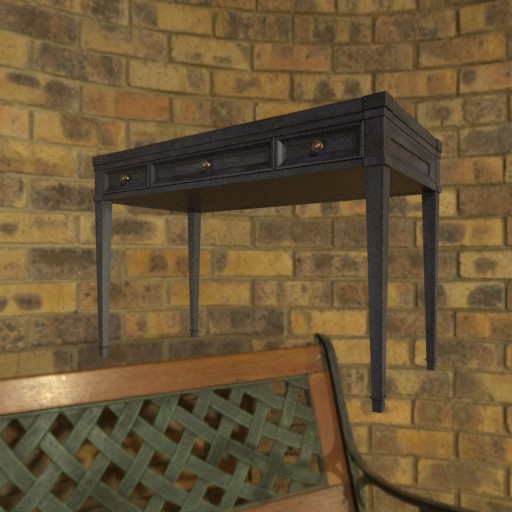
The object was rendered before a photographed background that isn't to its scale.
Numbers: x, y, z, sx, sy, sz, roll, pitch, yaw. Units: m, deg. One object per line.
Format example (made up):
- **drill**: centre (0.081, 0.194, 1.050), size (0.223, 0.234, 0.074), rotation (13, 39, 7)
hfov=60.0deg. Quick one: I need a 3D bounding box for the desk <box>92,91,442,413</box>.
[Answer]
- **desk**: centre (0.000, 0.000, 1.796), size (1.289, 0.861, 0.630), rotation (0, -1, 35)
